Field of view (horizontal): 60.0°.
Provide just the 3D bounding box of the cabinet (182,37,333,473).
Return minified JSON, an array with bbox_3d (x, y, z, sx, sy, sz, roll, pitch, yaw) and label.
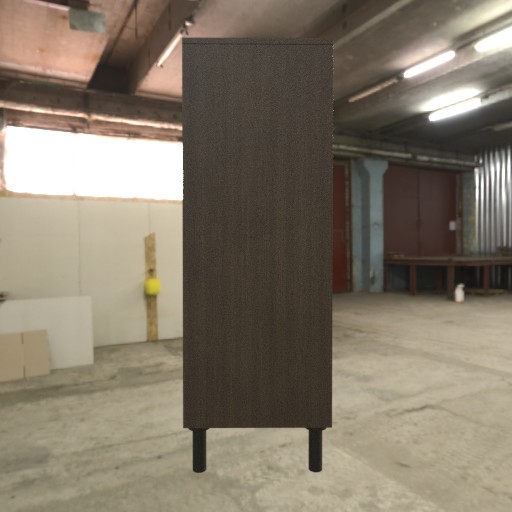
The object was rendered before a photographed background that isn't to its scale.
[{"bbox_3d":[0.000,0.000,1.686,0.400,1.170,1.010,0,1,-1],"label":"cabinet"}]
